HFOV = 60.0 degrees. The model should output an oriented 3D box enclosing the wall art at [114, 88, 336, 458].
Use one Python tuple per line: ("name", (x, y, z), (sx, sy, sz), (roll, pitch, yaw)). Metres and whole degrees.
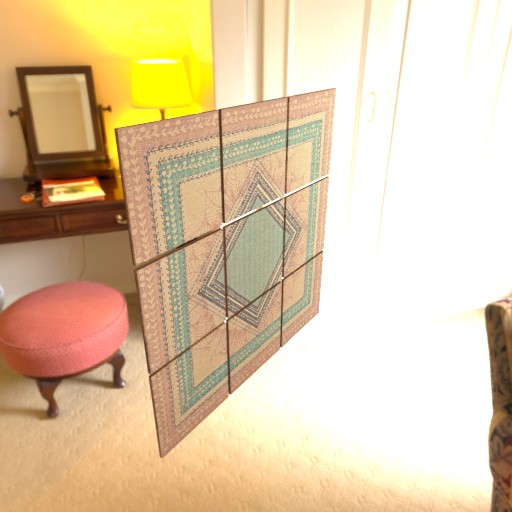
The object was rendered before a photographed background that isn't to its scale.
("wall art", (0.000, 0.000, 1.840), (0.013, 1.213, 1.215), (18, 32, 32))
